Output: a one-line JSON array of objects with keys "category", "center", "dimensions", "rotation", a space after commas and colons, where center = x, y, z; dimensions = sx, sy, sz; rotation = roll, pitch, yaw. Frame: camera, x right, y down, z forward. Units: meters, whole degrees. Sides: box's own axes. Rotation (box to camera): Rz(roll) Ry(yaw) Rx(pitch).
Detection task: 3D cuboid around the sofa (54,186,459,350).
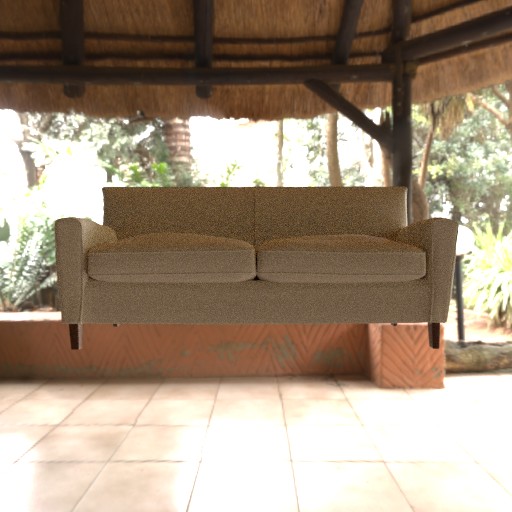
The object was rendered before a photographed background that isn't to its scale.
[{"category": "sofa", "center": [0.000, 0.000, 2.532], "dimensions": [2.001, 0.907, 0.841], "rotation": [0, 1, -1]}]
